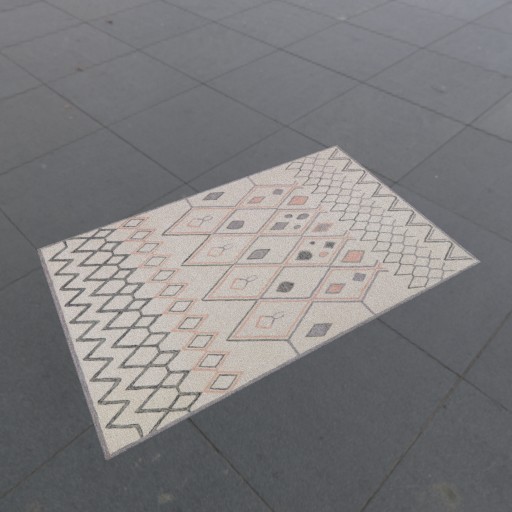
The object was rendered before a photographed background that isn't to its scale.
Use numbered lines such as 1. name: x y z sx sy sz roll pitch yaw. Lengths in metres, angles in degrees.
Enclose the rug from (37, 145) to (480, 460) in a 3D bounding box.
1. rug: 0.000 0.000 2.869 2.438 0.015 1.524 -23 51 -20
